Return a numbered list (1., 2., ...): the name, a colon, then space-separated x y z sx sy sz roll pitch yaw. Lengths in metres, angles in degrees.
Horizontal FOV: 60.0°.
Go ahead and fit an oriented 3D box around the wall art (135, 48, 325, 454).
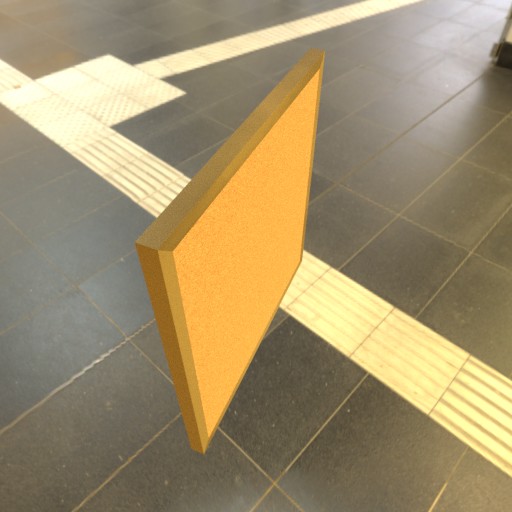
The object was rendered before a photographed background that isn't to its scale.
1. wall art: 0.000 0.000 1.137 0.038 0.762 0.762 18 49 16
